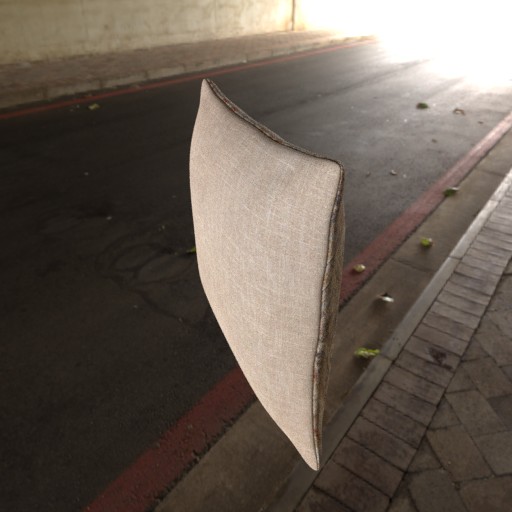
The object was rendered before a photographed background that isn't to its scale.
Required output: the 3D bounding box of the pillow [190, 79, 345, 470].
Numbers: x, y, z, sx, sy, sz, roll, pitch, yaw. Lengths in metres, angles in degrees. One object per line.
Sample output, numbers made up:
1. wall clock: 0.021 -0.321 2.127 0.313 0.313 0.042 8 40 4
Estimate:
1. pillow: 0.000 0.000 0.777 0.166 0.506 0.523 -11 33 -18
